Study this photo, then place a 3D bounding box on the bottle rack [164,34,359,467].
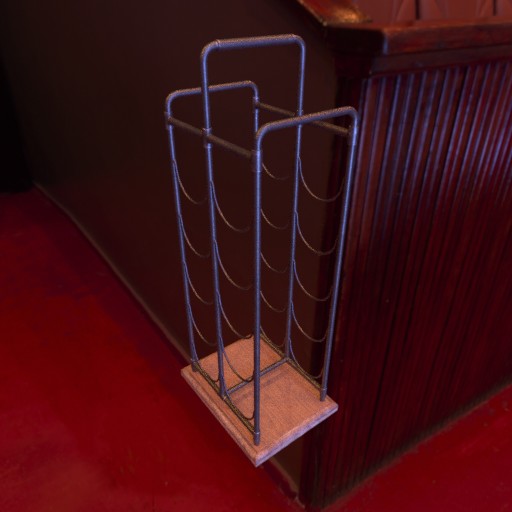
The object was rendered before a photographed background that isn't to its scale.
[{"bbox_3d":[0.000,0.000,0.763,0.208,0.680,0.276,-22,38,-31],"label":"bottle rack"}]
